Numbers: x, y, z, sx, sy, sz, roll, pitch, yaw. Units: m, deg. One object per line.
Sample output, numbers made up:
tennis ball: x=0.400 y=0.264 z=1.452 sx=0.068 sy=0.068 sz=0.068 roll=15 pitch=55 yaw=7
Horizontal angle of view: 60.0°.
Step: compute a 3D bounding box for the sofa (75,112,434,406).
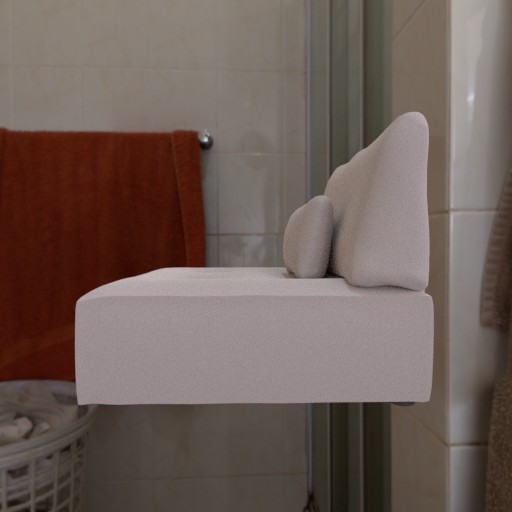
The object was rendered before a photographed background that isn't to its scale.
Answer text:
sofa: x=0.000 y=0.000 z=1.665 sx=1.000 sy=0.828 sz=0.935 roll=0 pitch=1 yaw=-1
